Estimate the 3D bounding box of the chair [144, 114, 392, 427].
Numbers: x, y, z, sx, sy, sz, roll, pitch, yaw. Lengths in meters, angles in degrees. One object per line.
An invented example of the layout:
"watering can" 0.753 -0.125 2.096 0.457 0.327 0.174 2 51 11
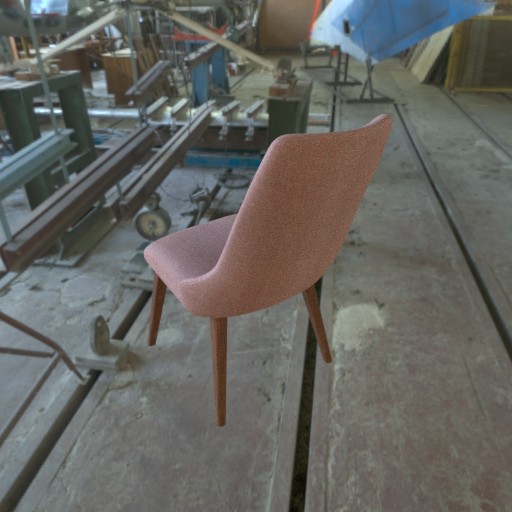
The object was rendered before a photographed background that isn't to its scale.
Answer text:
"chair" 0.000 0.000 1.356 0.535 0.918 0.707 -20 36 -30
